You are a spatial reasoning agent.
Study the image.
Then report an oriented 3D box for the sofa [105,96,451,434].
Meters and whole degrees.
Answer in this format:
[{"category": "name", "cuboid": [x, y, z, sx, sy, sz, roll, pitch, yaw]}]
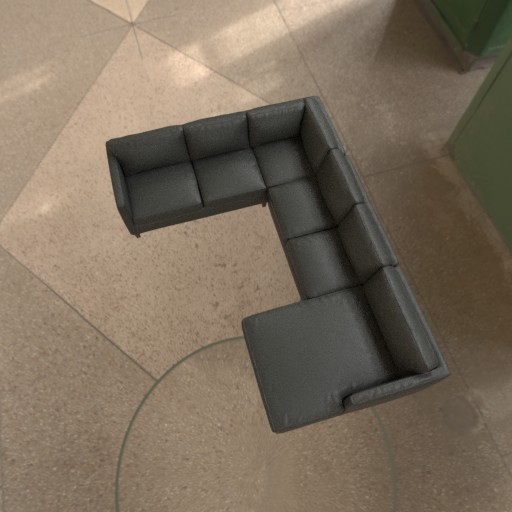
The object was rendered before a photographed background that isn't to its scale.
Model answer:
[{"category": "sofa", "cuboid": [0.000, 0.000, 4.646, 2.593, 0.923, 3.460, -15, 65, -7]}]
